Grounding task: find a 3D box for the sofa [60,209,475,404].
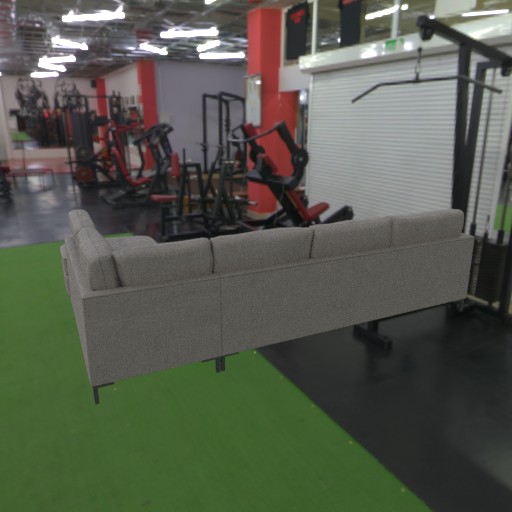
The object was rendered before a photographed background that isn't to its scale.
[{"bbox_3d":[0.000,0.000,4.207,3.331,0.964,2.077,-8,19,-25],"label":"sofa"}]
